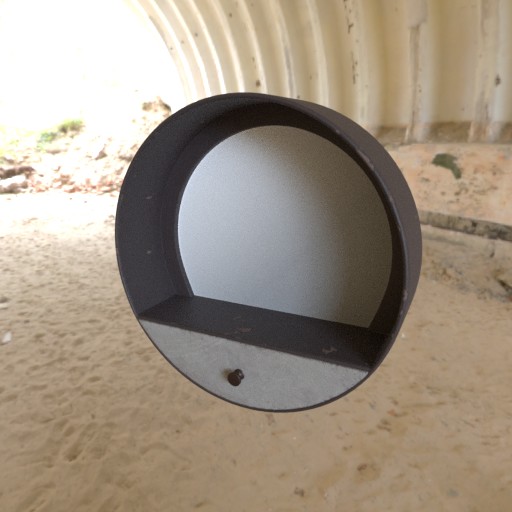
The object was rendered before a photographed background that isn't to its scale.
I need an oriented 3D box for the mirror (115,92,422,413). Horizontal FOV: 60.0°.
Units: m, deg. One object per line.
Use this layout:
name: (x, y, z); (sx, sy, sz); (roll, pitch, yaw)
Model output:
mirror: (0.000, 0.000, 0.564); (0.386, 0.386, 0.126); (8, 17, 25)
